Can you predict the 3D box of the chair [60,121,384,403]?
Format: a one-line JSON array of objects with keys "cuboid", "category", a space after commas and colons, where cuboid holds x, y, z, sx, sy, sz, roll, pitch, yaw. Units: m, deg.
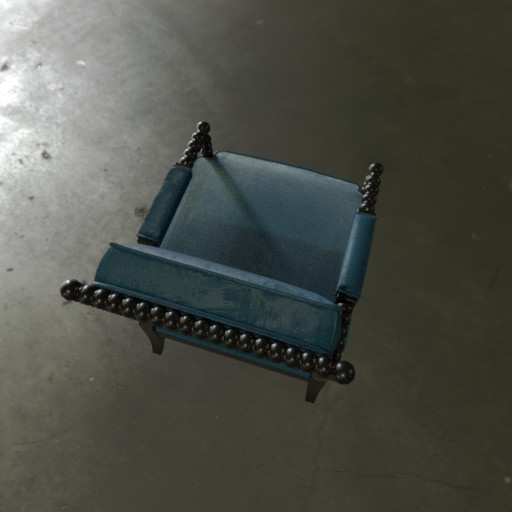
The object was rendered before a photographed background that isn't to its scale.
[{"cuboid": [0.000, 0.000, 1.426, 0.688, 0.857, 0.805, 15, 65, 7], "category": "chair"}]
